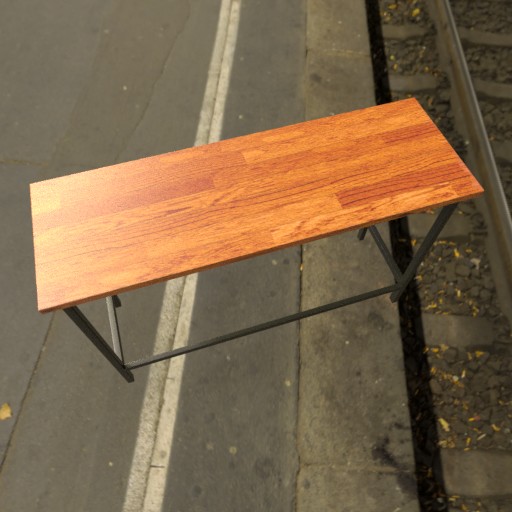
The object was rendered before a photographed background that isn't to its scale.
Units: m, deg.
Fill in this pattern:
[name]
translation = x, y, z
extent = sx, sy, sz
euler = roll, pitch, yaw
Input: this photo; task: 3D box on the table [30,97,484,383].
[table]
translation = 0.000, 0.000, 1.552
extent = 1.204, 0.740, 0.408
euler = -15, 60, -9
